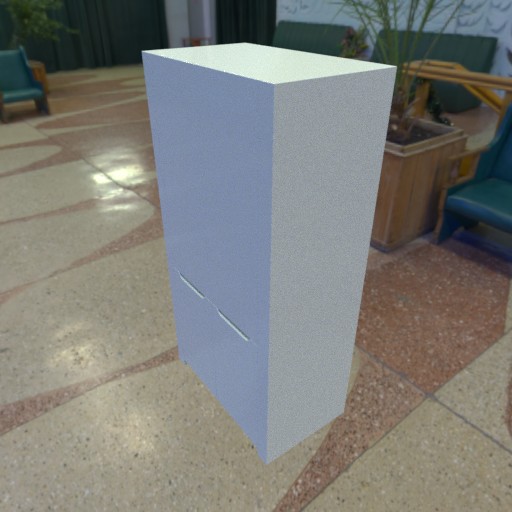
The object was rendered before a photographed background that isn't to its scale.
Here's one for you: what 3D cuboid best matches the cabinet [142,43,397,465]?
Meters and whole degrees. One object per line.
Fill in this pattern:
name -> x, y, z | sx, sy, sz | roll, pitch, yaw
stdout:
cabinet -> 0.000, 0.000, 2.334 | 0.580, 1.920, 0.980 | -21, 37, -30
